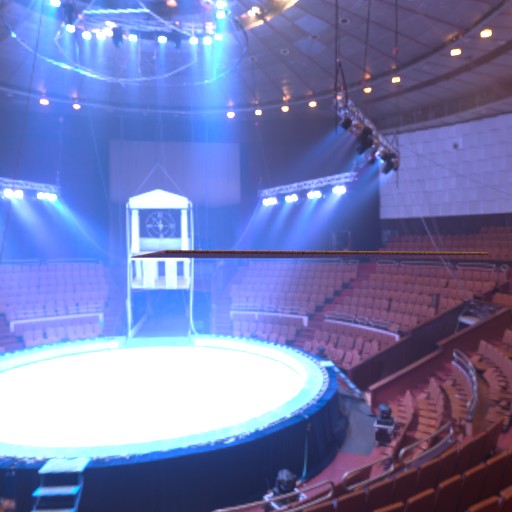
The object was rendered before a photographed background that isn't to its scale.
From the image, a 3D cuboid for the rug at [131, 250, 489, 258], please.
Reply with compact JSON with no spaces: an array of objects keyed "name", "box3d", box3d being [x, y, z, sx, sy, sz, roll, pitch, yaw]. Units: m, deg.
[{"name":"rug","box3d":[0.000,0.000,3.028,1.526,0.012,2.444,0,-1,-19]}]
